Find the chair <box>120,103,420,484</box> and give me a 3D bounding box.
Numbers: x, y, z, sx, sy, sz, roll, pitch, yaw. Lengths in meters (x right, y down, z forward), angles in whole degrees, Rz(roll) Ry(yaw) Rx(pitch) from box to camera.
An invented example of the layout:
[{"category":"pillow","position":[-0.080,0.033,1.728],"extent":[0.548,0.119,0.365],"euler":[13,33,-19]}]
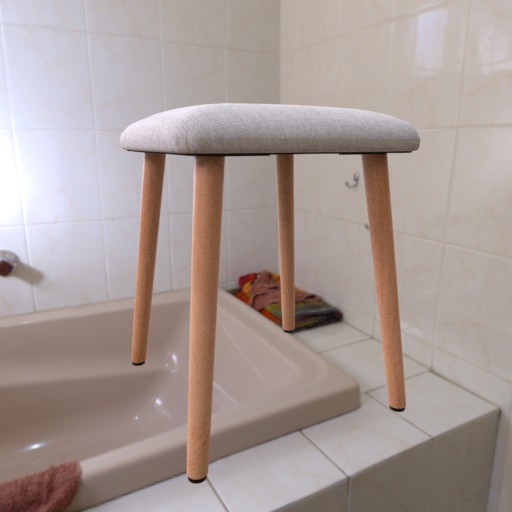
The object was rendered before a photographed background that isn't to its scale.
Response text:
[{"category":"chair","position":[0.000,0.000,0.692],"extent":[0.350,0.440,0.350],"euler":[-7,16,-26]}]
